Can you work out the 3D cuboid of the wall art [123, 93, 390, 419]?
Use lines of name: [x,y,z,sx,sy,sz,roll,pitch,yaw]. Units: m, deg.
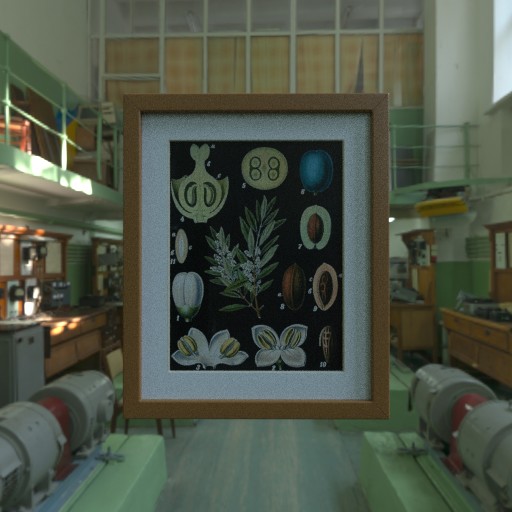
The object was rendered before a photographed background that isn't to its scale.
wall art: [0.000,0.000,0.756,0.449,0.550,0.021,0,0,0]
